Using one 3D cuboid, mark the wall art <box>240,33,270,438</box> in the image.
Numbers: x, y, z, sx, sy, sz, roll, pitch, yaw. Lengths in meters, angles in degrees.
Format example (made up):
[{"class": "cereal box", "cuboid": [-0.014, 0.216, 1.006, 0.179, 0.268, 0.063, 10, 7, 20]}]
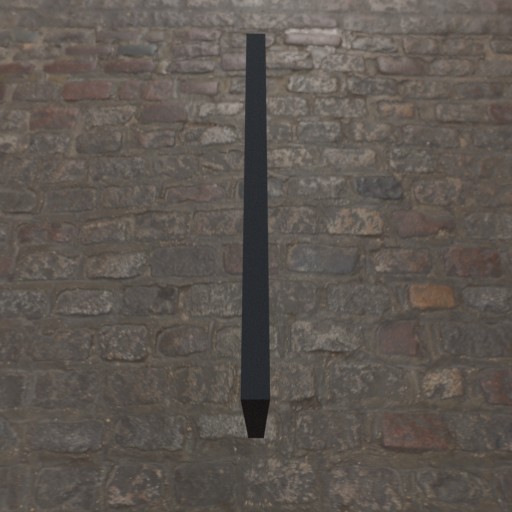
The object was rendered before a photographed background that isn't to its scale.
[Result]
[{"class": "wall art", "cuboid": [0.000, 0.000, 0.779, 0.031, 0.457, 0.558, 0, 63, 0]}]
